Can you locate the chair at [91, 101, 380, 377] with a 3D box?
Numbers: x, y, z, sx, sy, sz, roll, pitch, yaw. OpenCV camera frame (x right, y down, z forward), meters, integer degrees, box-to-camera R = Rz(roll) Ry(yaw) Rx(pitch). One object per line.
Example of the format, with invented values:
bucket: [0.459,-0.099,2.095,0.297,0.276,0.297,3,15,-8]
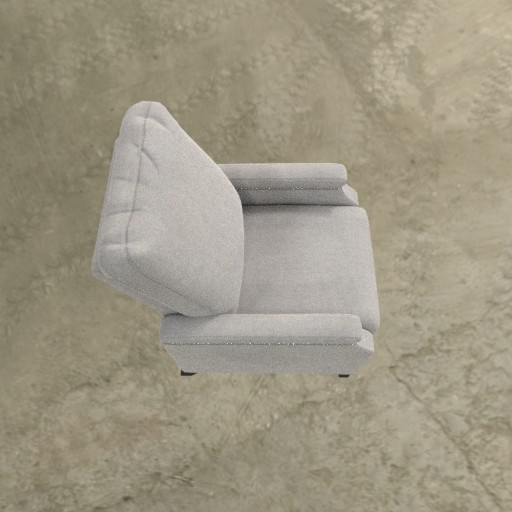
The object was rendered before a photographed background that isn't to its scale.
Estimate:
chair: [0.000,0.000,1.664,0.922,1.049,0.710,1,64,0]
